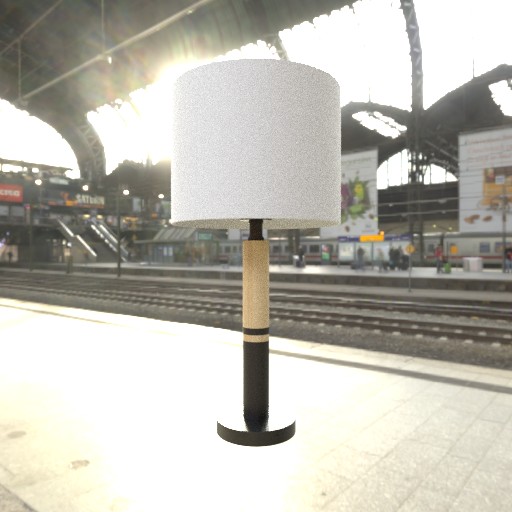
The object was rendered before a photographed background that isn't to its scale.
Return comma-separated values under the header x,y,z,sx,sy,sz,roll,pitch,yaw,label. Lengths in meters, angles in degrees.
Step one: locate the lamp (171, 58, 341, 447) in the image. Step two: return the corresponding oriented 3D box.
x,y,z,sx,sy,sz,roll,pitch,yaw,label
0.000,0.000,0.812,0.305,0.640,0.305,0,0,36,lamp
